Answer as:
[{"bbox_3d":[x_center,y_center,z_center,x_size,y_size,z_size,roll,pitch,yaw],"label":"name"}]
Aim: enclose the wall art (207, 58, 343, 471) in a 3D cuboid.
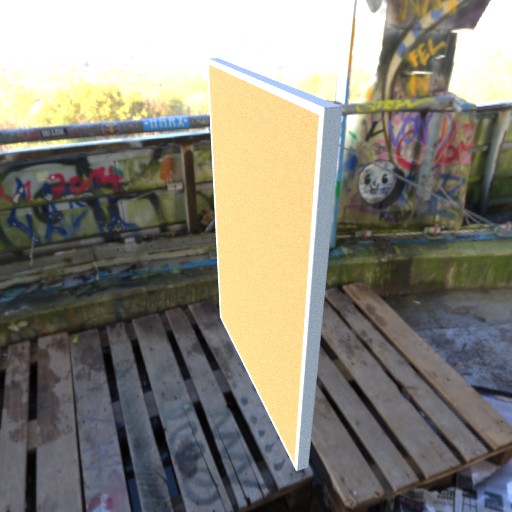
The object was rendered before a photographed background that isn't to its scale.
[{"bbox_3d":[0.000,0.000,1.603,0.046,1.221,0.914,-11,32,-18],"label":"wall art"}]
